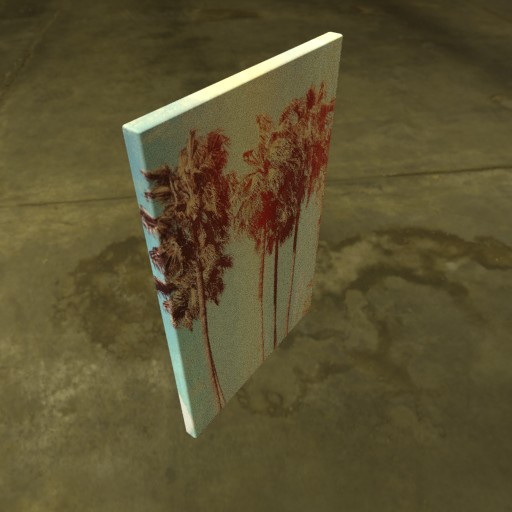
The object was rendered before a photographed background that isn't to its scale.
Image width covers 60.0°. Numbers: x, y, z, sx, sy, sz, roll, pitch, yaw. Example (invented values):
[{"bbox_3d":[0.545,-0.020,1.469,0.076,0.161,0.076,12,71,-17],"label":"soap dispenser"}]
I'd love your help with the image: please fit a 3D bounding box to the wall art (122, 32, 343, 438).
[{"bbox_3d":[0.000,0.000,1.120,0.037,0.915,0.605,26,48,27],"label":"wall art"}]
